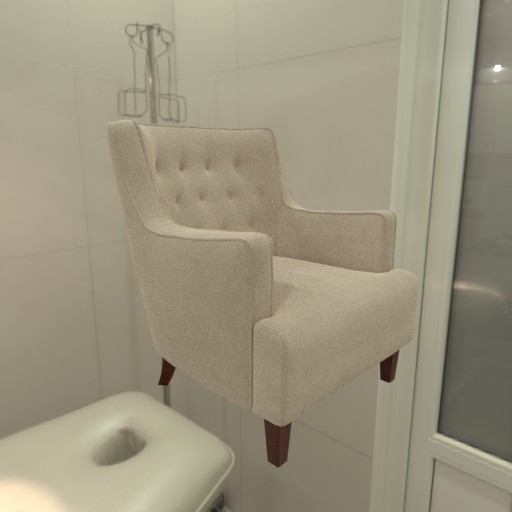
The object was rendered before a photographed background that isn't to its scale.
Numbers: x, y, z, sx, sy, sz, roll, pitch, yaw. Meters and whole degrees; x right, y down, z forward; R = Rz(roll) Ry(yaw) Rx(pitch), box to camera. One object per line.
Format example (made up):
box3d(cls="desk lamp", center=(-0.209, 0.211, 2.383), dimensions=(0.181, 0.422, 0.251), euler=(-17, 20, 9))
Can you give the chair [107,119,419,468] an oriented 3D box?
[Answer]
box3d(cls="chair", center=(0.000, 0.000, 1.567), dimensions=(0.910, 0.920, 0.781), euler=(12, 18, 42))
